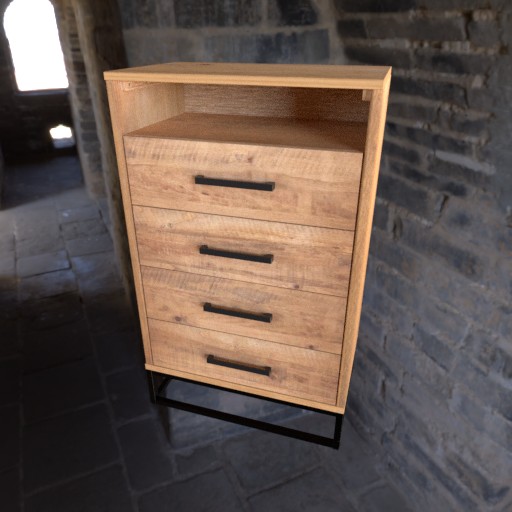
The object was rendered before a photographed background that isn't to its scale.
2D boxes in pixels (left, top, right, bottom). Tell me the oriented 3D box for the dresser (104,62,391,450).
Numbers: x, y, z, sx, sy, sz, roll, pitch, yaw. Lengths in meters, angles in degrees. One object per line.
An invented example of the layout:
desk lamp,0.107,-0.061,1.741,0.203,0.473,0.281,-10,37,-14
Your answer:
dresser,0.000,0.000,1.591,0.761,1.240,0.479,8,28,15
